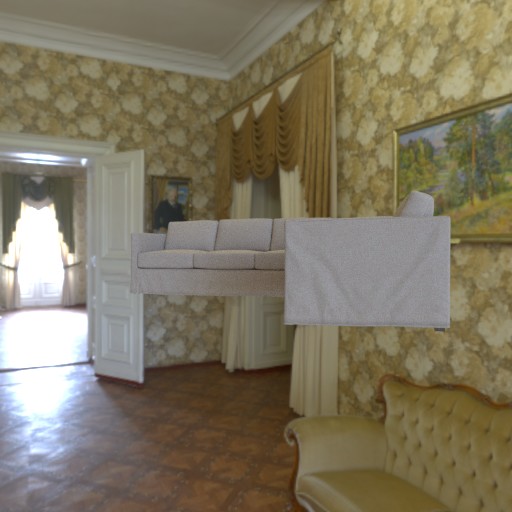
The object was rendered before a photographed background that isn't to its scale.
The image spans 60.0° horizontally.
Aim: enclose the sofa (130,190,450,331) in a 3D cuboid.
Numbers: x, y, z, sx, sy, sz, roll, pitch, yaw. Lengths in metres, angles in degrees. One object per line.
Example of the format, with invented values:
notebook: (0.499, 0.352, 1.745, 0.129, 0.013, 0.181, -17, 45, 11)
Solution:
sofa: (0.000, 0.000, 4.223, 3.182, 0.871, 2.432, 0, 1, 18)
